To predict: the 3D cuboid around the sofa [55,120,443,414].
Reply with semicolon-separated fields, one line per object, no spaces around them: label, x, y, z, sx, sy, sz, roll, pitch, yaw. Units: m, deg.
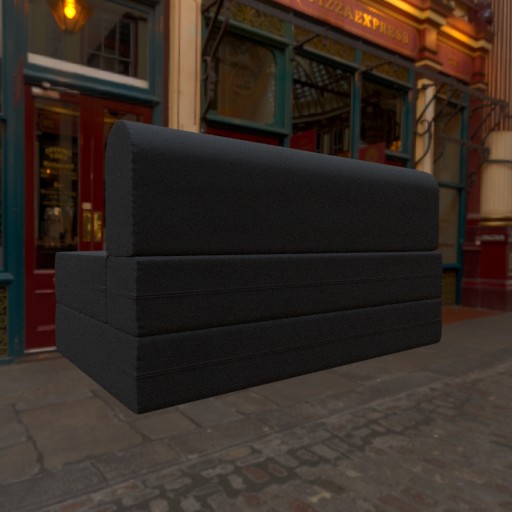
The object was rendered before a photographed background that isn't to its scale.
sofa;0.000;0.000;1.632;1.225;0.670;0.762;-1;2;-37
